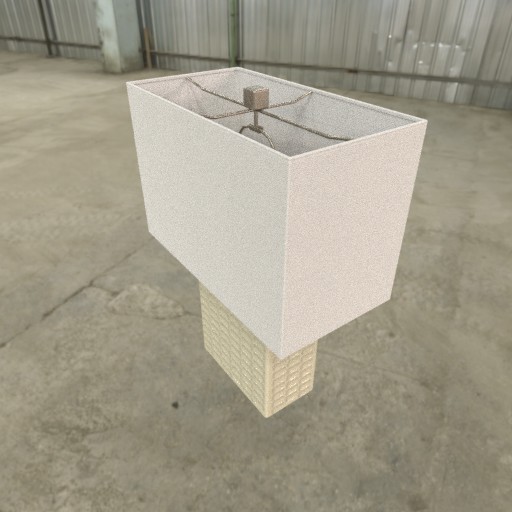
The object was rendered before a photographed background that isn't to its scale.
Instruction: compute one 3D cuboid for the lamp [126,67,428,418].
[{"bbox_3d":[0.000,0.000,0.708,0.200,0.515,0.380,-22,39,-29],"label":"lamp"}]
